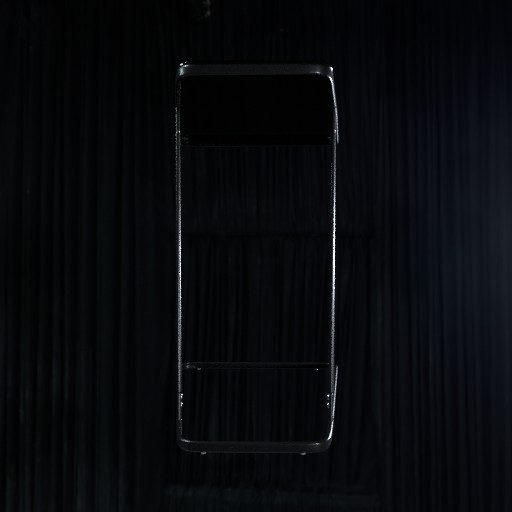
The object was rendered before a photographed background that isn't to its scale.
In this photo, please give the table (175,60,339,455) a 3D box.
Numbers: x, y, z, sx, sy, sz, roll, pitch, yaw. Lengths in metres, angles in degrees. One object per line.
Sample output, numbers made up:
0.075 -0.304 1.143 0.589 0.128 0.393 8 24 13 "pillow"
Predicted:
0.000 0.000 0.950 0.427 0.624 0.500 0 1 1 "table"
